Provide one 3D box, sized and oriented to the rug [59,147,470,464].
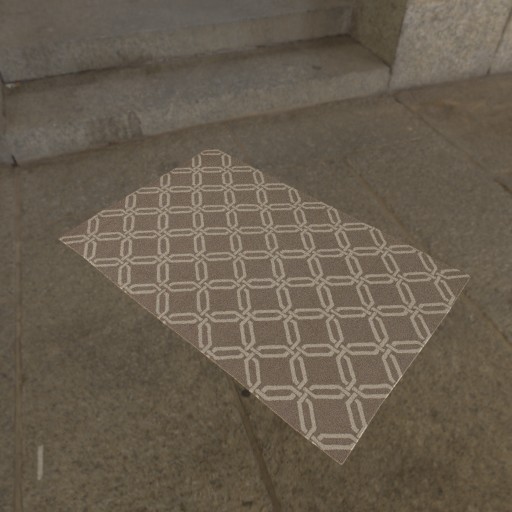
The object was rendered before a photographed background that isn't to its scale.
[{"bbox_3d":[0.000,0.000,2.209,1.748,0.010,1.142,32,54,27],"label":"rug"}]
